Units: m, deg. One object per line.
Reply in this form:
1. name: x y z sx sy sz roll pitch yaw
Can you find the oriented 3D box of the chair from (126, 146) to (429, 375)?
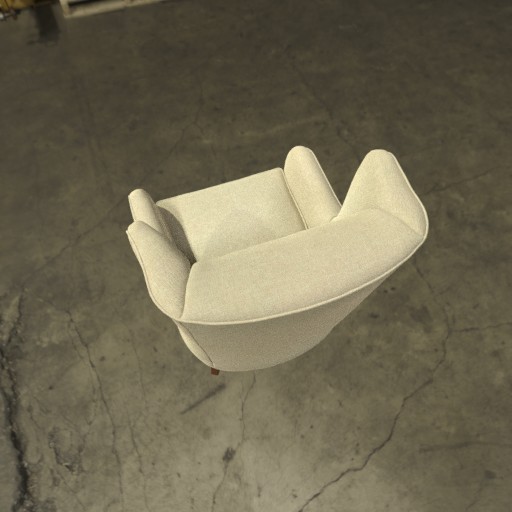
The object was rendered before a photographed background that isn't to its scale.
1. chair: 0.000 0.000 1.757 0.838 1.040 0.966 -18 59 -11
